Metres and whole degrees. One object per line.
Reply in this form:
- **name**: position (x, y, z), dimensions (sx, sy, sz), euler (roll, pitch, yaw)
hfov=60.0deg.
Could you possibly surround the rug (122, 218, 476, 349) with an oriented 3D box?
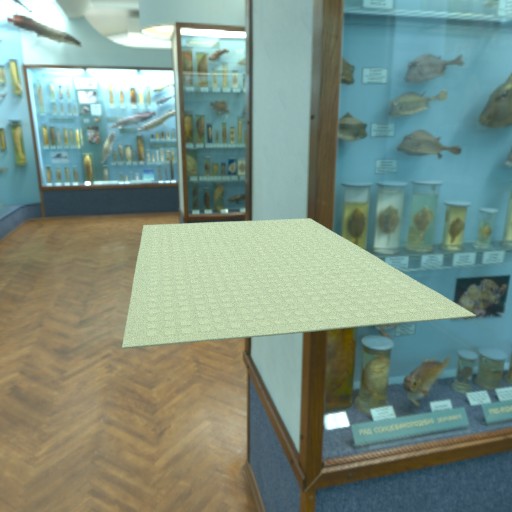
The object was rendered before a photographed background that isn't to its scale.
- **rug**: position (0.000, 0.000, 2.190), dimensions (1.143, 0.006, 1.747), euler (-3, 16, -11)
